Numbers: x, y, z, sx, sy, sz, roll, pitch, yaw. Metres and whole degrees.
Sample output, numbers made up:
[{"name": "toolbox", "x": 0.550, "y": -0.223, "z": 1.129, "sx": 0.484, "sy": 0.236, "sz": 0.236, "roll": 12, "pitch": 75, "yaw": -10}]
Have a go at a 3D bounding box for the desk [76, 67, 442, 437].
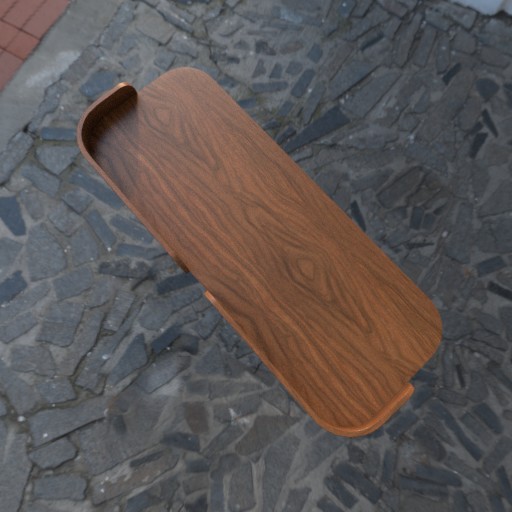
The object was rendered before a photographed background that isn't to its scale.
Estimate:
[{"name": "desk", "x": 0.000, "y": 0.000, "z": 1.671, "sx": 0.486, "sy": 0.800, "sz": 1.256, "roll": -41, "pitch": 80, "yaw": -9}]
